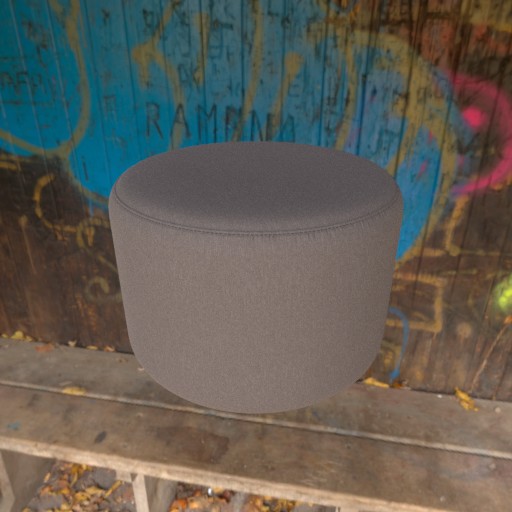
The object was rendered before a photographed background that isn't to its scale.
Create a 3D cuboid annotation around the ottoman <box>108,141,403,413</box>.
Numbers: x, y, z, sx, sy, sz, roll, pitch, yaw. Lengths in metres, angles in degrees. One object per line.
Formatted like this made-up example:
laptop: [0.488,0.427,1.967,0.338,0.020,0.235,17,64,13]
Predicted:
ottoman: [0.000,0.000,1.018,0.608,0.433,0.608,0,27,0]
